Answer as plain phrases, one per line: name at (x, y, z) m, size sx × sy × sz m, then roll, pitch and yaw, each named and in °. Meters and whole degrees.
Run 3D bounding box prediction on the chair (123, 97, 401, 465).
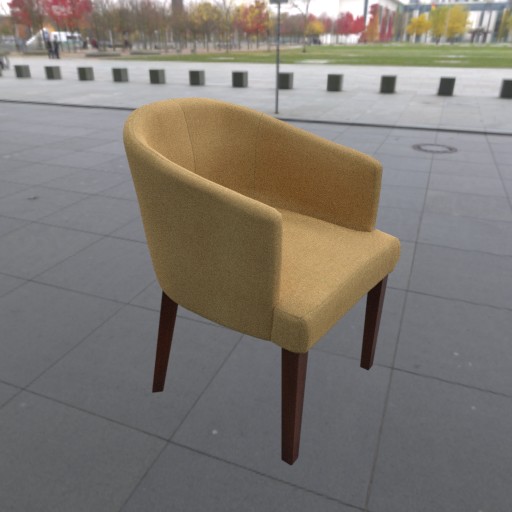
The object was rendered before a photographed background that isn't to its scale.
chair at (0.000, 0.000, 1.266) m, size 0.655 × 0.811 × 0.583 m, roll 18°, pitch 31°, yaw 33°
